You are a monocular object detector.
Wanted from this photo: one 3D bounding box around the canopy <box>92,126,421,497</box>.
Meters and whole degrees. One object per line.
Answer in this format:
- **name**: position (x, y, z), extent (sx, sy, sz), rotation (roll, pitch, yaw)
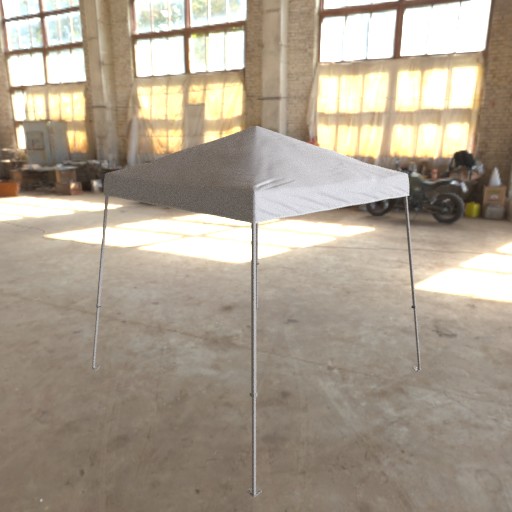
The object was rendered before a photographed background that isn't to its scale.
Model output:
- **canopy**: position (0.000, 0.000, 5.053), extent (2.849, 2.849, 2.848), rotation (-14, 20, -43)
